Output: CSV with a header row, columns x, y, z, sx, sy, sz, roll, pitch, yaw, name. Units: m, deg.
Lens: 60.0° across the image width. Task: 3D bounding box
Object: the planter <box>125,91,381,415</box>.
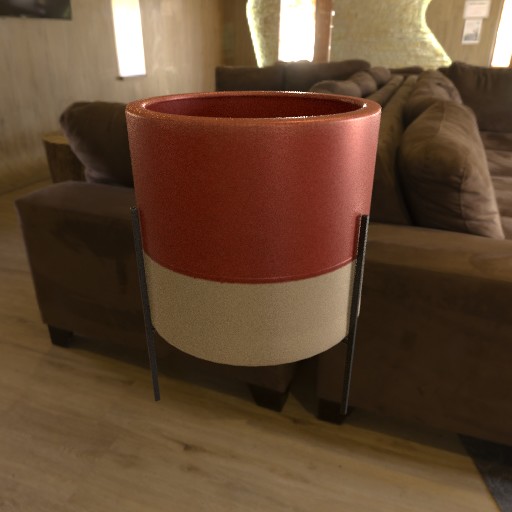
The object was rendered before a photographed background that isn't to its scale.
x,y,z,sx,sy,sz,roll,pitch,yaw,name
0.000,0.000,0.705,0.354,0.465,0.345,17,30,32,planter
